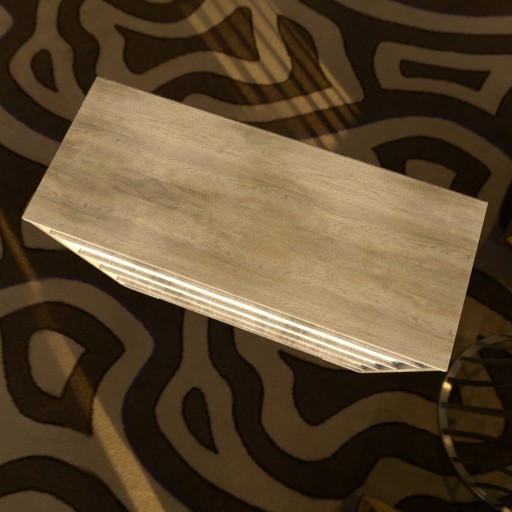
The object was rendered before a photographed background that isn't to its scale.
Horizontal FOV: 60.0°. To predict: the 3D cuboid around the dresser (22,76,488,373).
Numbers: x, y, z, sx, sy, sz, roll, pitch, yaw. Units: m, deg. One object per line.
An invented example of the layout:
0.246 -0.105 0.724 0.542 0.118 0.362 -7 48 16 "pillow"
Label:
0.000 0.000 1.411 0.994 0.816 0.404 19 76 5 "dresser"
